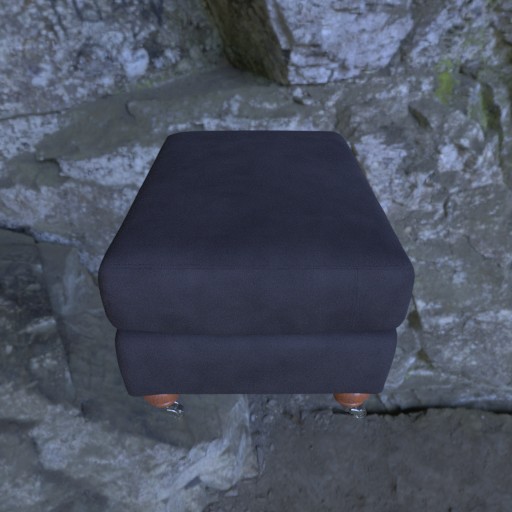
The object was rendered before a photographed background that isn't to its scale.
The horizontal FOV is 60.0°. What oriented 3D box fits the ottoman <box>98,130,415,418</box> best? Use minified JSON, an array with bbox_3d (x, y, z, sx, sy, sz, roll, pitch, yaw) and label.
[{"bbox_3d":[0.000,0.000,1.170,0.574,0.497,0.773,0,33,0],"label":"ottoman"}]
